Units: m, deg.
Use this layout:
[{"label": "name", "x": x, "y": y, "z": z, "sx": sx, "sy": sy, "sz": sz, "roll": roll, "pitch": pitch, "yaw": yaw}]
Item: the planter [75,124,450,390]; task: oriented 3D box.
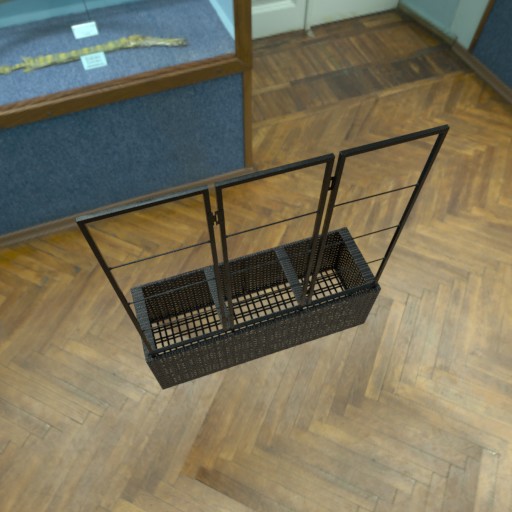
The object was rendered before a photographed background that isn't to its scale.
[{"label": "planter", "x": 0.000, "y": 0.000, "z": 1.154, "sx": 0.699, "sy": 0.841, "sz": 0.244, "roll": -16, "pitch": 58, "yaw": -10}]
